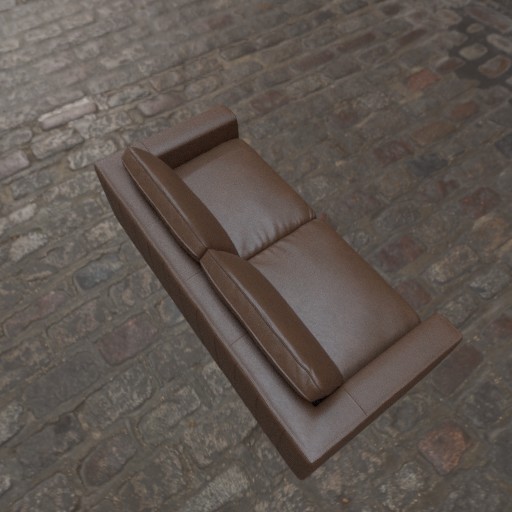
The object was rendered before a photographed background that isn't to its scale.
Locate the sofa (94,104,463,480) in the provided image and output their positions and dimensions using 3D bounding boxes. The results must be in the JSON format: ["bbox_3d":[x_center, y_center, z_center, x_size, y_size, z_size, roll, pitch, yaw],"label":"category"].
[{"bbox_3d":[0.000,0.000,2.740,1.070,0.801,2.262,-31,63,-18],"label":"sofa"}]
